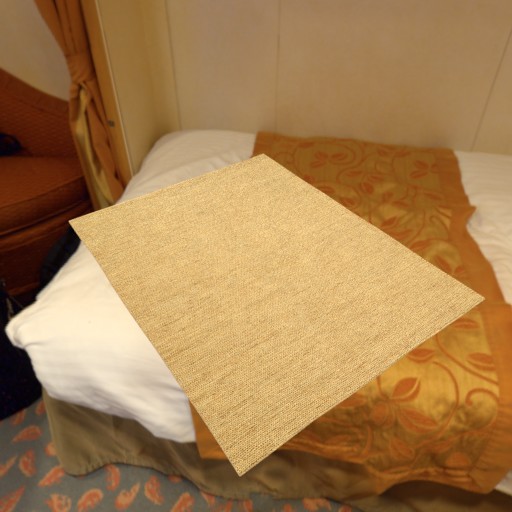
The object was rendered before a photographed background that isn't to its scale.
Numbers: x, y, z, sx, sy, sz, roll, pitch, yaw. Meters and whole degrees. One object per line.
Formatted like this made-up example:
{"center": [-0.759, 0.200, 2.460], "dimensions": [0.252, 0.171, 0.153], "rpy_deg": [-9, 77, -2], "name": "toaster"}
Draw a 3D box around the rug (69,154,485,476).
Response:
{"center": [0.000, 0.000, 3.997], "dimensions": [2.406, 0.012, 3.034], "rpy_deg": [-25, 47, -26], "name": "rug"}
